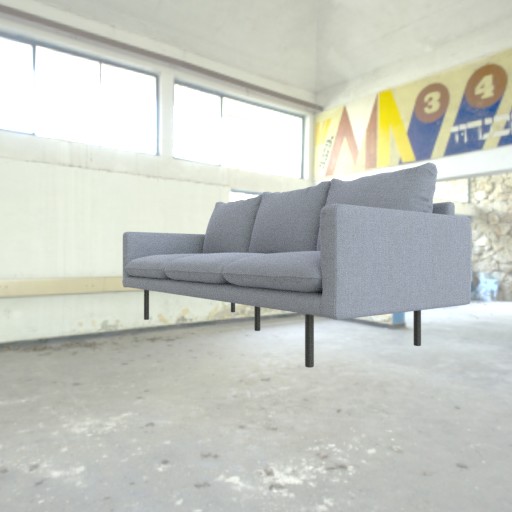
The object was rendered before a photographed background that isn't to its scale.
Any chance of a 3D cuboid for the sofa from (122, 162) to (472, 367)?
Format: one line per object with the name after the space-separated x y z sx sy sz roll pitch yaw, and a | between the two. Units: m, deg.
0.000 0.000 2.459 0.850 0.830 2.000 0 0 -36 | sofa
